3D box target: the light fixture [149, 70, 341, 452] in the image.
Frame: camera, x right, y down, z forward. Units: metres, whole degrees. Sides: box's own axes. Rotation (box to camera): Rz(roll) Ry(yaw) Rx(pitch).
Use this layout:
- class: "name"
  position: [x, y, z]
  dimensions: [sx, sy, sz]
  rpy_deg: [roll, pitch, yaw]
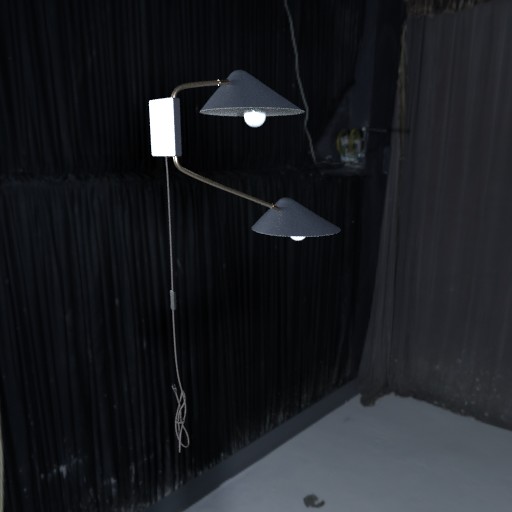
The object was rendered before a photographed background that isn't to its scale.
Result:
- class: "light fixture"
  position: [0.000, 0.000, 0.861]
  dimensions: [0.189, 0.665, 0.422]
  rpy_deg: [13, 19, 43]
